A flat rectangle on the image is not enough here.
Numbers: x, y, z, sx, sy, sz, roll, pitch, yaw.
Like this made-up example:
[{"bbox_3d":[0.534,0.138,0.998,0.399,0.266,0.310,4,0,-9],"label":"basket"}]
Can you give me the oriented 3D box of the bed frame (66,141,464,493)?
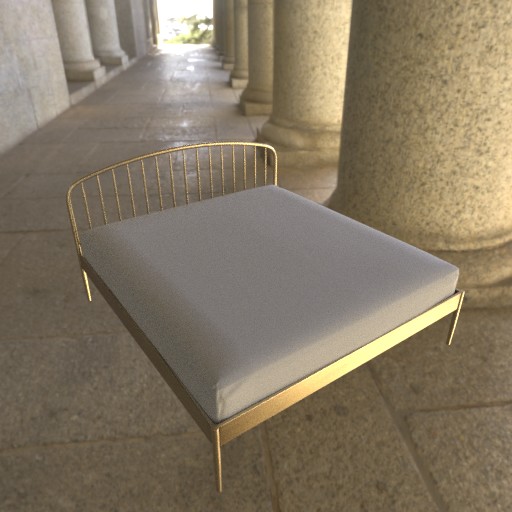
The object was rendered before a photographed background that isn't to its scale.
[{"bbox_3d":[0.000,0.000,3.255,2.016,1.174,2.152,-19,34,-31],"label":"bed frame"}]
